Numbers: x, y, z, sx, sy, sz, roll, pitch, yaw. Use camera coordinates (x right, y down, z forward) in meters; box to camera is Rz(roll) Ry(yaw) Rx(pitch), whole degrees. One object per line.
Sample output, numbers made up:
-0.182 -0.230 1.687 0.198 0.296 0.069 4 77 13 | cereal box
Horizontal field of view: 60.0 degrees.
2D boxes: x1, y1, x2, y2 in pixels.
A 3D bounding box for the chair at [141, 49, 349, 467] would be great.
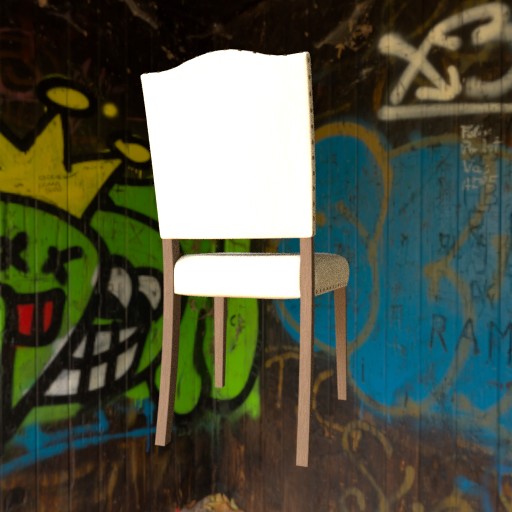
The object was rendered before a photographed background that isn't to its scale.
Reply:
0.000 0.000 1.363 0.508 1.015 0.619 0 1 17 | chair
